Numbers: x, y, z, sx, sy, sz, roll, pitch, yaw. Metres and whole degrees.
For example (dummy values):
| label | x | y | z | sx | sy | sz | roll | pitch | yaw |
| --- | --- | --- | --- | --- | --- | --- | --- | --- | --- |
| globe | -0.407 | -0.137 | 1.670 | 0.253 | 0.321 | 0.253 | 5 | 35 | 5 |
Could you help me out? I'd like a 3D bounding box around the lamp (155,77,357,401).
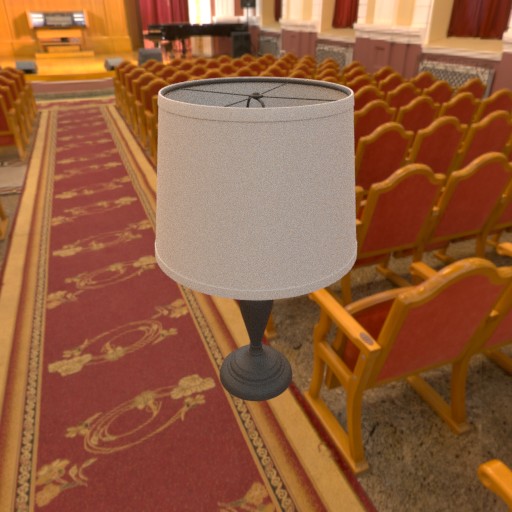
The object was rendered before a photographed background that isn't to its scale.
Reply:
| label | x | y | z | sx | sy | sz | roll | pitch | yaw |
| --- | --- | --- | --- | --- | --- | --- | --- | --- | --- |
| lamp | 0.000 | 0.000 | 0.705 | 0.310 | 0.501 | 0.310 | 0 | 29 | 0 |
